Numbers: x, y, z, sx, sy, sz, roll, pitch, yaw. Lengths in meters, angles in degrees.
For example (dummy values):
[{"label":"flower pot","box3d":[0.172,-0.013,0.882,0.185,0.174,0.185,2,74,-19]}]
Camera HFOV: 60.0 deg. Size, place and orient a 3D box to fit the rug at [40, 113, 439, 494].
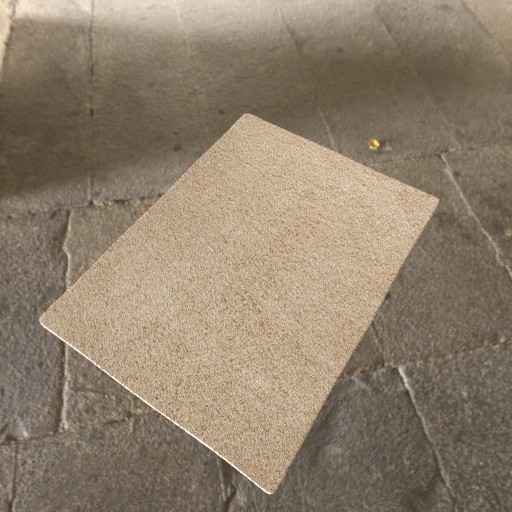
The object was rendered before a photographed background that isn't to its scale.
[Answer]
[{"label":"rug","box3d":[0.000,0.000,2.086,1.199,0.025,1.600,29,62,17]}]
